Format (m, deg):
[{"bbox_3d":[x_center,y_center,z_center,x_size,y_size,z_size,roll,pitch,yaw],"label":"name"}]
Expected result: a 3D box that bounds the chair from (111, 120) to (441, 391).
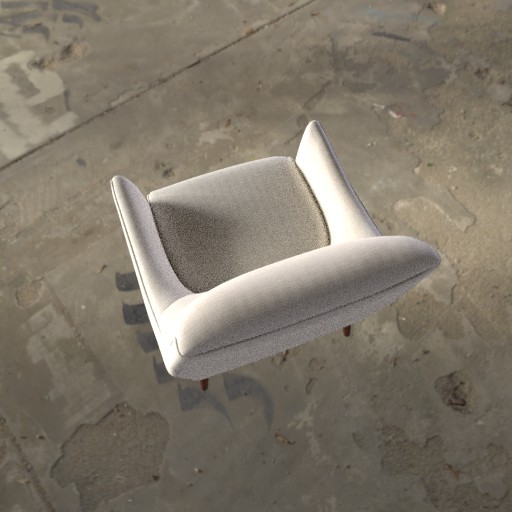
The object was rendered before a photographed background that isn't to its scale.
[{"bbox_3d":[0.000,0.000,1.454,0.762,0.838,0.787,-18,61,-10],"label":"chair"}]
